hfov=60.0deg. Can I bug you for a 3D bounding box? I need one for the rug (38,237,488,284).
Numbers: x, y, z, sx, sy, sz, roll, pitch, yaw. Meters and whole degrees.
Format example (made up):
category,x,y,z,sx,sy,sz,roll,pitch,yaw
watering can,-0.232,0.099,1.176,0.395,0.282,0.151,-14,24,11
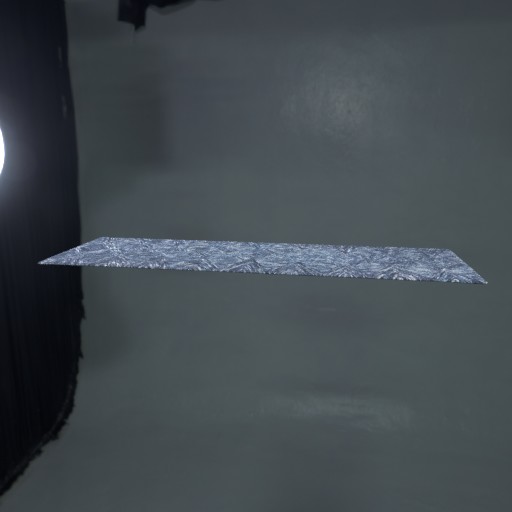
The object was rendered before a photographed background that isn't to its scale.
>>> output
category,x,y,z,sx,sy,sz,roll,pitch,yaw
rug,0.000,0.000,2.572,2.306,0.013,0.719,2,14,9
